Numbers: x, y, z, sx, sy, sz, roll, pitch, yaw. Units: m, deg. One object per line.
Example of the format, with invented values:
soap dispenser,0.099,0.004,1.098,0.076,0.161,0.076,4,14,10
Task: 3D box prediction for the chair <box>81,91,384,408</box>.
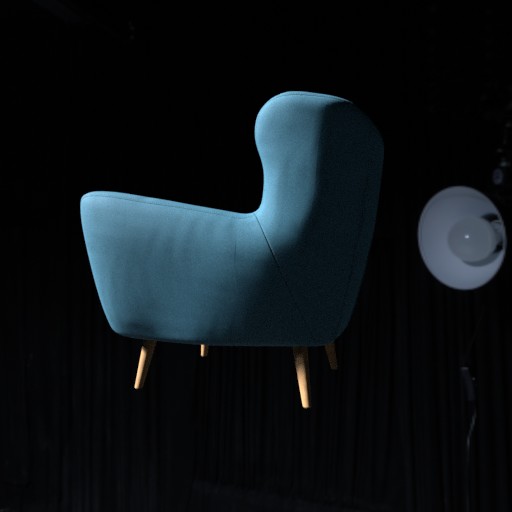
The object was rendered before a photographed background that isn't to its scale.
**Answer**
chair,0.000,0.000,1.611,0.889,0.889,0.890,0,1,20
